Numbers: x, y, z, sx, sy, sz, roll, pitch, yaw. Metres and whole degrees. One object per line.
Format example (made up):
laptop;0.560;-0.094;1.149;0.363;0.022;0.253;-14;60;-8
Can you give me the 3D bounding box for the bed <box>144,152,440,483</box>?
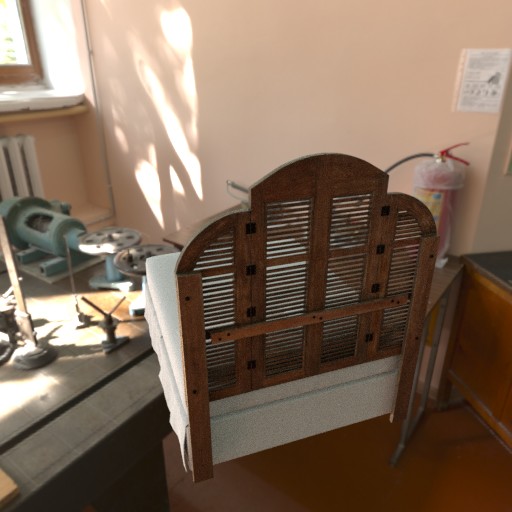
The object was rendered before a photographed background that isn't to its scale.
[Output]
bed;0.000;0.000;3.541;1.713;2.019;2.138;-9;26;-18
